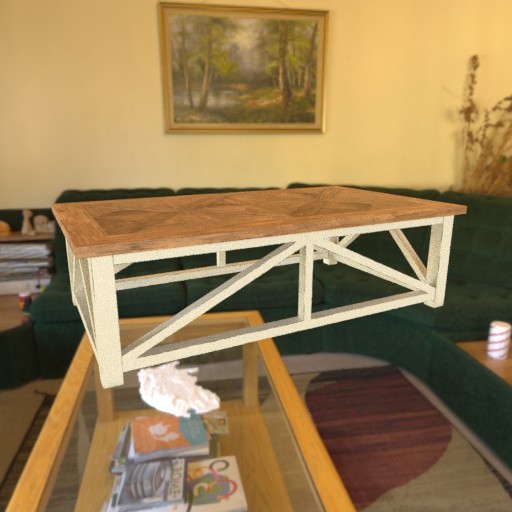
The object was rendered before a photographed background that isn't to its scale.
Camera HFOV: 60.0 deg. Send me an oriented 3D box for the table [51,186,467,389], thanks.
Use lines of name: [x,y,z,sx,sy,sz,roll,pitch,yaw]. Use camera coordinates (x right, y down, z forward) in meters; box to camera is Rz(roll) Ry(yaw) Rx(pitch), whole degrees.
table: [0.000,0.000,1.771,1.400,0.410,0.800,-8,17,-27]
